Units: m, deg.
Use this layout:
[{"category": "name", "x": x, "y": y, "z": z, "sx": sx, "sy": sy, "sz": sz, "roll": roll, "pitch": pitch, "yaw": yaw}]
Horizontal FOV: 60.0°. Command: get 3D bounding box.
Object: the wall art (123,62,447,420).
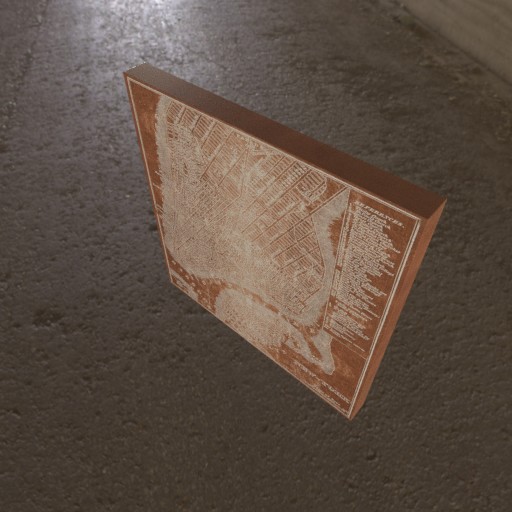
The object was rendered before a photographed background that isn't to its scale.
[{"category": "wall art", "x": 0.000, "y": 0.000, "z": 0.607, "sx": 0.403, "sy": 0.403, "sz": 0.035, "roll": 33, "pitch": 55, "yaw": 27}]
